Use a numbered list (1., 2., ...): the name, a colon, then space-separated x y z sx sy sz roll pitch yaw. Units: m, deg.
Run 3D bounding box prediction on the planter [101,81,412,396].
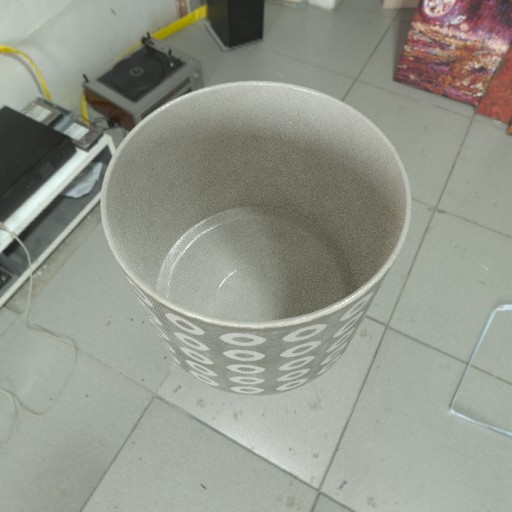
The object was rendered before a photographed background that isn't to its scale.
1. planter: 0.000 0.000 0.463 0.250 0.239 0.250 0 60 0
